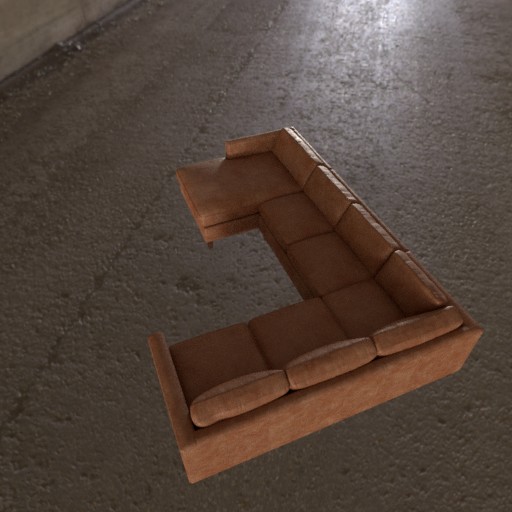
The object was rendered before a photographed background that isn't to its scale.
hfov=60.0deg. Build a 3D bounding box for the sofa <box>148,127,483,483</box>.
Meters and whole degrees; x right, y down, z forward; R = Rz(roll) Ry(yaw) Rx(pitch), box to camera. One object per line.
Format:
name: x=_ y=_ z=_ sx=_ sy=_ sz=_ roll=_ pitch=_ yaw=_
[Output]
sofa: x=0.000 y=0.000 z=4.410 sx=2.430 sy=0.832 sz=3.401 roll=-16 pitch=47 yaw=-16
